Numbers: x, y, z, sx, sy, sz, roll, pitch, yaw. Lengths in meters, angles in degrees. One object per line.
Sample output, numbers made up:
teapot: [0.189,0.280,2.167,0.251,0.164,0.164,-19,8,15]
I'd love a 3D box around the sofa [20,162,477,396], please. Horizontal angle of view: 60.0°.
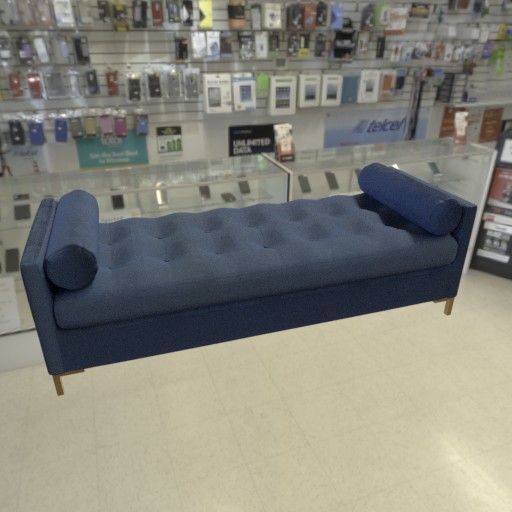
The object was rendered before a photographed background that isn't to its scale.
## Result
sofa: [0.000,0.000,2.364,2.102,0.705,0.796,-8,28,-16]
